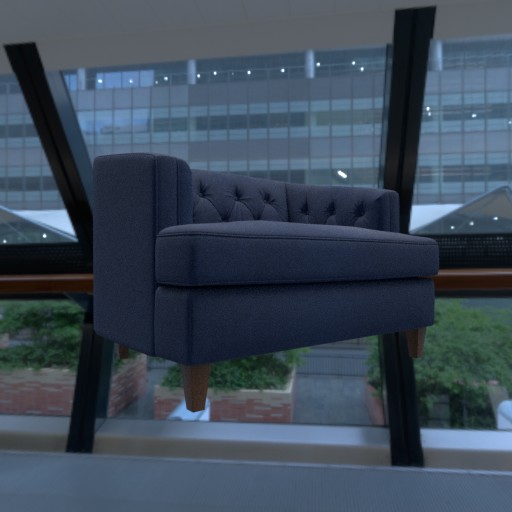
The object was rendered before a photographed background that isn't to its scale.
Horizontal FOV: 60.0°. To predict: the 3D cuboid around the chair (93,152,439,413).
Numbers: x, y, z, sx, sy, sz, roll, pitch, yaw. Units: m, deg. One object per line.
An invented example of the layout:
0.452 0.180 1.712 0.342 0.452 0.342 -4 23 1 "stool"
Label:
0.000 0.000 1.724 1.118 0.787 0.914 0 -1 -38 "chair"
